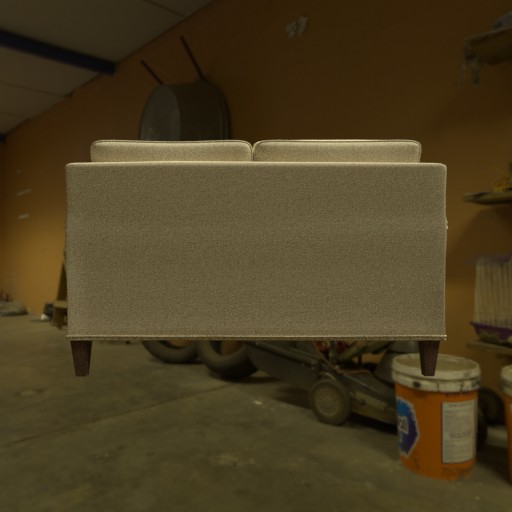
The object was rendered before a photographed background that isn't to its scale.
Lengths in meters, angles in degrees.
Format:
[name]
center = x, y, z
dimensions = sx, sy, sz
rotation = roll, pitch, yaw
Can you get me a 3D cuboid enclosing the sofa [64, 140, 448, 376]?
[sofa]
center = 0.000, 0.000, 2.259
dimensions = 1.597, 1.003, 1.084
rotation = 0, -1, 0
